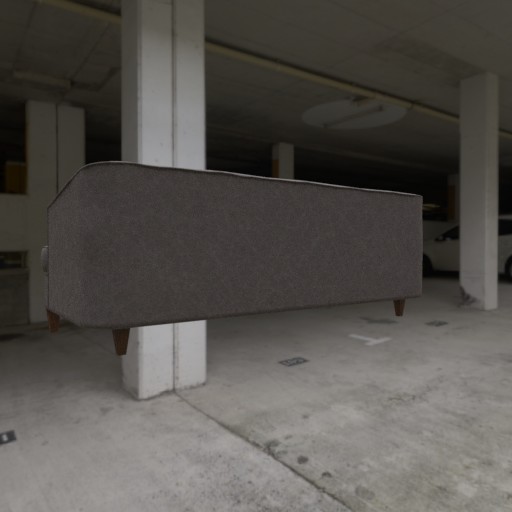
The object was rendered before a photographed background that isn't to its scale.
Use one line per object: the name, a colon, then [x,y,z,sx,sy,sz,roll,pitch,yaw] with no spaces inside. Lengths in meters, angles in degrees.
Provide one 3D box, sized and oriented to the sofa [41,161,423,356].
sofa: [0.000,0.000,2.683,2.247,0.806,0.917,-1,1,-35]
